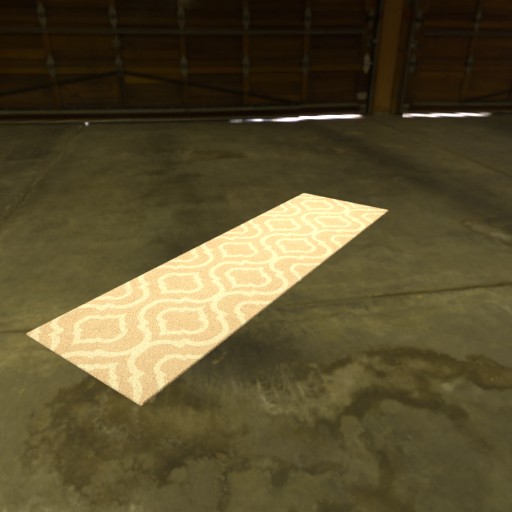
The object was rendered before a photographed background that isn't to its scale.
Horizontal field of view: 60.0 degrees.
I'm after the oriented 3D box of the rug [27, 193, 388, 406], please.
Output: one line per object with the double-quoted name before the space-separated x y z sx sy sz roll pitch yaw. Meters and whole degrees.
"rug" 0.000 0.000 2.478 0.691 0.013 2.289 17 31 31
